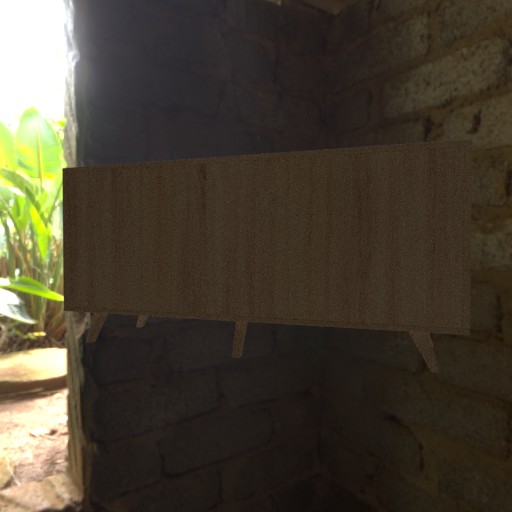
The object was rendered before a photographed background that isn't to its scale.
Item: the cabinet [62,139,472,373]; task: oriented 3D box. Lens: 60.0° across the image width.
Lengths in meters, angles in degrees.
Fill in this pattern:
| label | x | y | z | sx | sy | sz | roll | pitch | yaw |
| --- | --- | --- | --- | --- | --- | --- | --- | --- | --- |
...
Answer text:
| label | x | y | z | sx | sy | sz | roll | pitch | yaw |
| --- | --- | --- | --- | --- | --- | --- | --- | --- | --- |
| cabinet | 0.000 | 0.000 | 1.946 | 1.650 | 0.780 | 0.500 | 0 | 1 | 19 |
